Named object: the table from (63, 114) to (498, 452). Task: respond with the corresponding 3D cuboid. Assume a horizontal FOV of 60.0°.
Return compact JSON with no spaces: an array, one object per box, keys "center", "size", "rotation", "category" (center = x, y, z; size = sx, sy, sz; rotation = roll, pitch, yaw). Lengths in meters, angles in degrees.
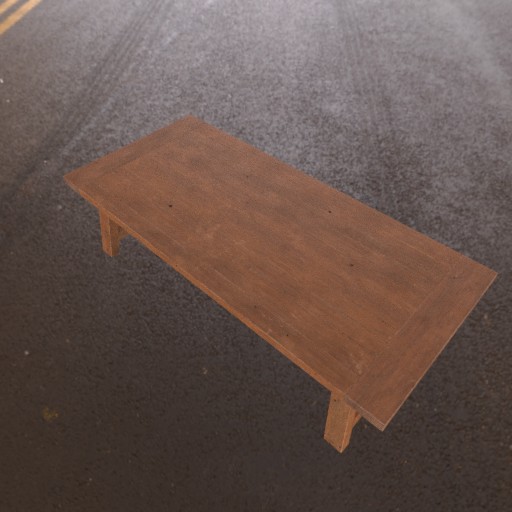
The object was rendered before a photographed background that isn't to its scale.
[{"center":[0.000,0.000,2.101],"size":[1.800,0.465,0.820],"rotation":[34,55,28],"category":"table"}]
